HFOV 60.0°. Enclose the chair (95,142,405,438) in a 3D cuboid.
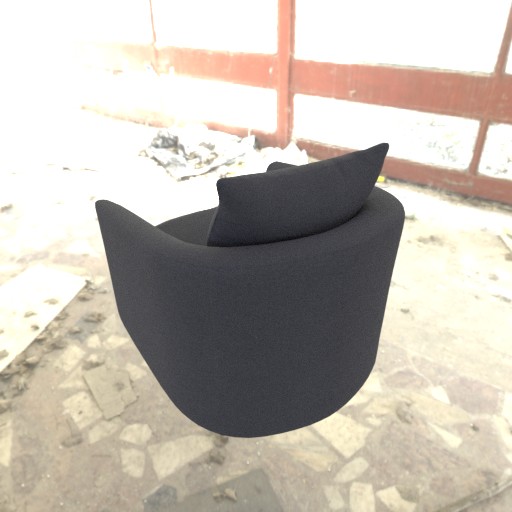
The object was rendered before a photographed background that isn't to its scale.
[{"bbox_3d":[0.000,0.000,1.558,0.845,0.848,0.910,-18,35,-28],"label":"chair"}]
